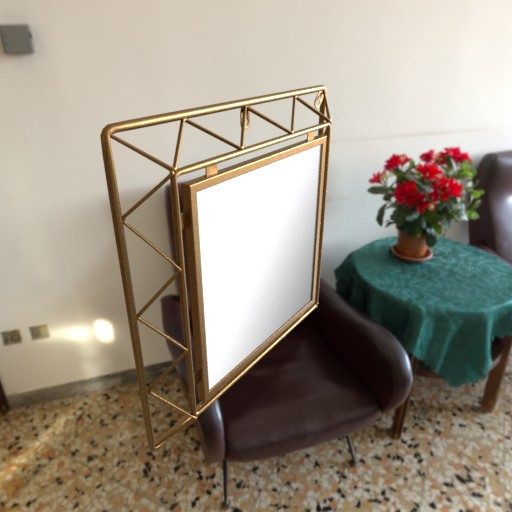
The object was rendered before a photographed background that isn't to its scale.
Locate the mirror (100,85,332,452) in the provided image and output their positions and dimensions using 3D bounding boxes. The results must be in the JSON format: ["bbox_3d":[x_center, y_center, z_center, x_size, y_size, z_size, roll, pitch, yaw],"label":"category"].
[{"bbox_3d":[0.000,0.000,0.618,0.046,0.414,0.416,18,32,31],"label":"mirror"}]
